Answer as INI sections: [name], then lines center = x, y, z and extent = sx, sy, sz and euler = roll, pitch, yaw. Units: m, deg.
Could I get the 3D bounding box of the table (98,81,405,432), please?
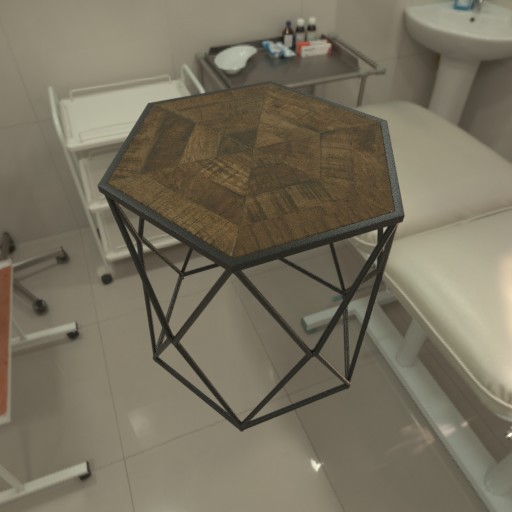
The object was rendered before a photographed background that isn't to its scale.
[table]
center = 0.000, 0.000, 1.025
extent = 0.578, 0.564, 0.579
euler = -16, 48, -15
